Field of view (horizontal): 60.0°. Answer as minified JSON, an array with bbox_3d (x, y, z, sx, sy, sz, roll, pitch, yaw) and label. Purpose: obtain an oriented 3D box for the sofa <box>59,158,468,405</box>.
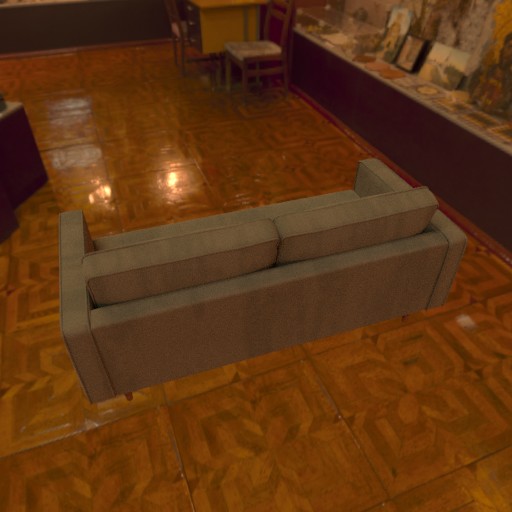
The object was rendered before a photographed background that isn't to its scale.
[{"bbox_3d":[0.000,0.000,2.380,1.920,0.825,0.924,-12,42,-14],"label":"sofa"}]
